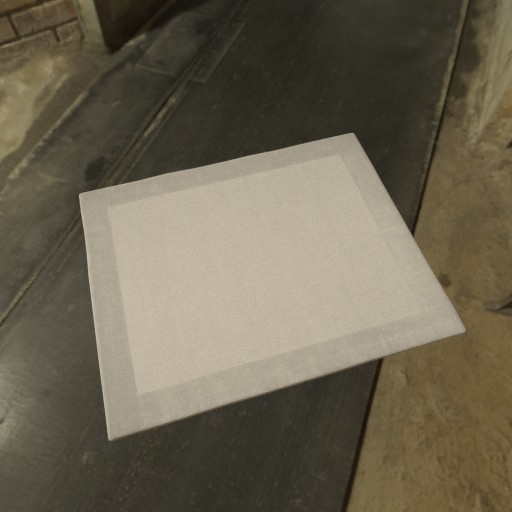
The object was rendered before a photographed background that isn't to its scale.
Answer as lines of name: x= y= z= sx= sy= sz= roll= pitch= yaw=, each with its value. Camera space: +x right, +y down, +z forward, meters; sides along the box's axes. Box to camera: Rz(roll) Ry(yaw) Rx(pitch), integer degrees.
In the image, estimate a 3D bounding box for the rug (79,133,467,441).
rug: x=0.000 y=0.000 z=4.060 sx=2.976 sy=0.018 sz=2.430 roll=-14 pitch=60 yaw=-9
